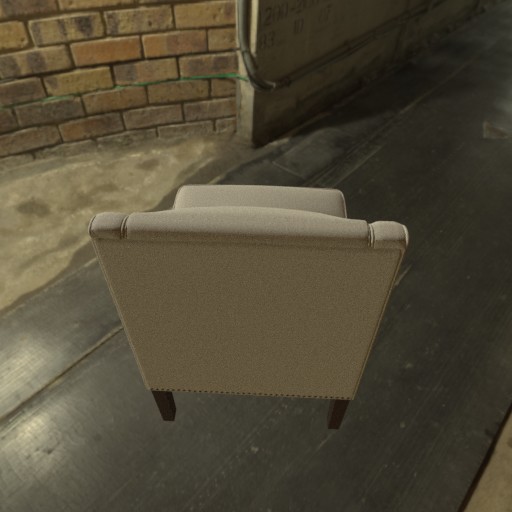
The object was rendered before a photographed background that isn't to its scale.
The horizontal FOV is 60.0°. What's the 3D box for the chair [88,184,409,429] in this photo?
[{"bbox_3d":[0.000,0.000,1.369,0.610,0.864,0.737,2,46,2],"label":"chair"}]
